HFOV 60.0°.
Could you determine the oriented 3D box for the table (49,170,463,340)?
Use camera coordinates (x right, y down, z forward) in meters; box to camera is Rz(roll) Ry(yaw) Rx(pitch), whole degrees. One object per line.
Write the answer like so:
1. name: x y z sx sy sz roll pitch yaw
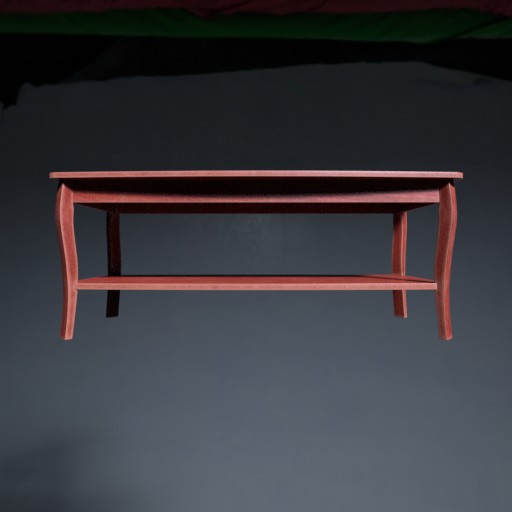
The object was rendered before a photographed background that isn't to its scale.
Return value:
1. table: 0.000 0.000 1.489 1.216 0.473 0.561 0 1 0
